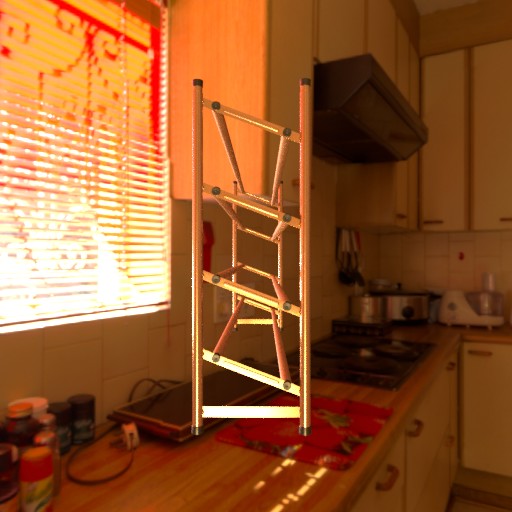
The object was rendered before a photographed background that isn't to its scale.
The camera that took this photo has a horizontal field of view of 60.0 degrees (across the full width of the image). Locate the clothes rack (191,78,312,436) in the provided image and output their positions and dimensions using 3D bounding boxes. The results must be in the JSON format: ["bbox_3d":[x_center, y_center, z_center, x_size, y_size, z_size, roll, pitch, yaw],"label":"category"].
[{"bbox_3d":[0.000,0.000,1.415,0.229,0.672,1.168,0,0,1],"label":"clothes rack"}]
